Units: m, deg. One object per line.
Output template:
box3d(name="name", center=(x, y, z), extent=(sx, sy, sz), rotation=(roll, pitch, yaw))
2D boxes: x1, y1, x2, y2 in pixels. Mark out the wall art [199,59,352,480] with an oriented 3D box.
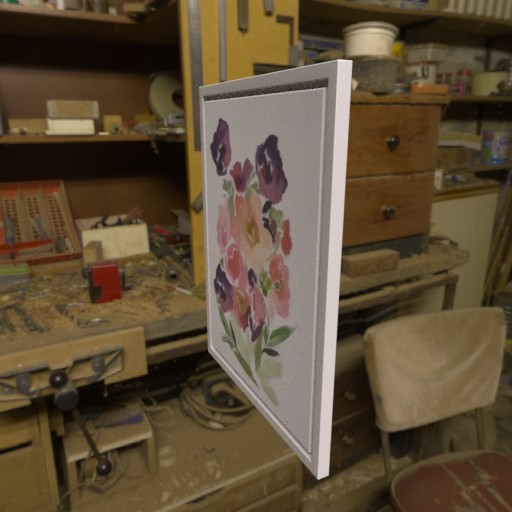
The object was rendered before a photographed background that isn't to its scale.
box3d(name="wall art", center=(0.000, 0.000, 1.407), extent=(0.042, 1.056, 0.805), rotation=(-9, 19, -26))
